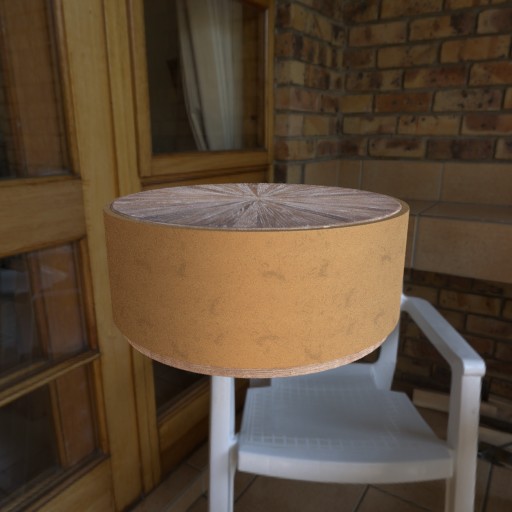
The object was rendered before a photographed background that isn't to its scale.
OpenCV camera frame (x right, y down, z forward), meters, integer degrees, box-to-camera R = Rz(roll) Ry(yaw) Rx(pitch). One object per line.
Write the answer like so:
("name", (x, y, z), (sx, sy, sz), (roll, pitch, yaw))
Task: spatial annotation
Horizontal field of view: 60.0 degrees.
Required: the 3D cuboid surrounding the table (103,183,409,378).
("table", (0.000, 0.000, 1.577), (1.001, 0.409, 1.001), (0, 16, 0))
